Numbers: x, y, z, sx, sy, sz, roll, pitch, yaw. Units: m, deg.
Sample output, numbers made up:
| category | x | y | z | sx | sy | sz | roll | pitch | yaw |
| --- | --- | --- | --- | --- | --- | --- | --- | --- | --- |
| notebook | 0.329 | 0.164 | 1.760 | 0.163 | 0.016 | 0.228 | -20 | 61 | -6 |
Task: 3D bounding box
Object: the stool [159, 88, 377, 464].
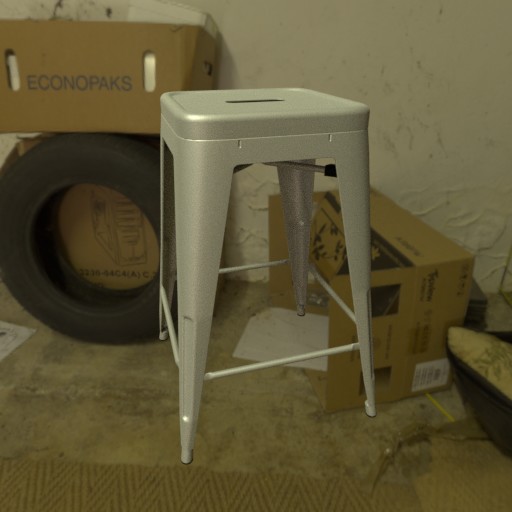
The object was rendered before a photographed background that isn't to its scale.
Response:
| category | x | y | z | sx | sy | sz | roll | pitch | yaw |
| --- | --- | --- | --- | --- | --- | --- | --- | --- | --- |
| stool | 0.000 | 0.000 | 0.901 | 0.406 | 0.610 | 0.406 | -8 | 27 | -15 |
